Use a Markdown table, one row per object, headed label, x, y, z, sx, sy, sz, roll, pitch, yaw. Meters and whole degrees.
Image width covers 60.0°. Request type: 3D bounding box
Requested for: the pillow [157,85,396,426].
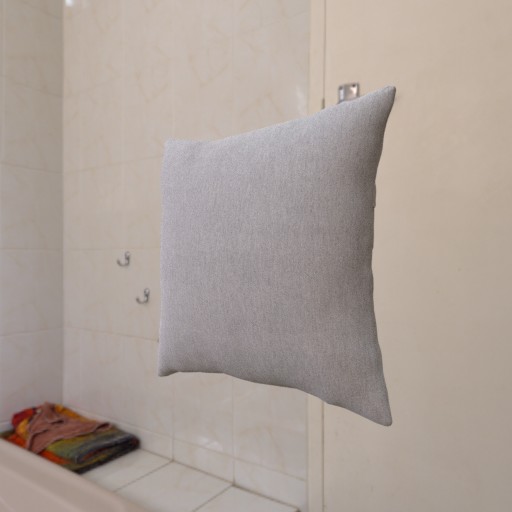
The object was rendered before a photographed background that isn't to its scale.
| label | x | y | z | sx | sy | sz | roll | pitch | yaw |
| --- | --- | --- | --- | --- | --- | --- | --- | --- | --- |
| pillow | 0.000 | 0.000 | 0.687 | 0.433 | 0.436 | 0.173 | 0 | -1 | 37 |
